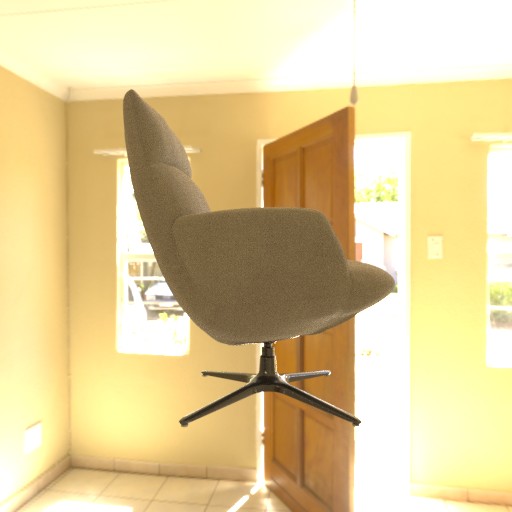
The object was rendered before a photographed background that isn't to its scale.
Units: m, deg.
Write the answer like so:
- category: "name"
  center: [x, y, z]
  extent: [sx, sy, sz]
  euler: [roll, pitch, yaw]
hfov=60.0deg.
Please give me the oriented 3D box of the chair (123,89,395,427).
- category: "chair"
  center: [0.000, 0.000, 1.597]
  extent: [0.889, 1.016, 0.711]
  euler: [0, 0, 0]
